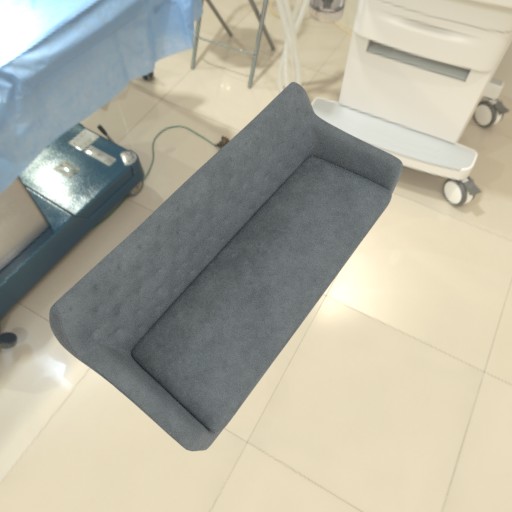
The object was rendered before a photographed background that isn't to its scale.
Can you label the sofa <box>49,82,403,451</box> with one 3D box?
[{"bbox_3d":[0.000,0.000,2.451,0.841,0.832,1.975,32,64,18],"label":"sofa"}]
